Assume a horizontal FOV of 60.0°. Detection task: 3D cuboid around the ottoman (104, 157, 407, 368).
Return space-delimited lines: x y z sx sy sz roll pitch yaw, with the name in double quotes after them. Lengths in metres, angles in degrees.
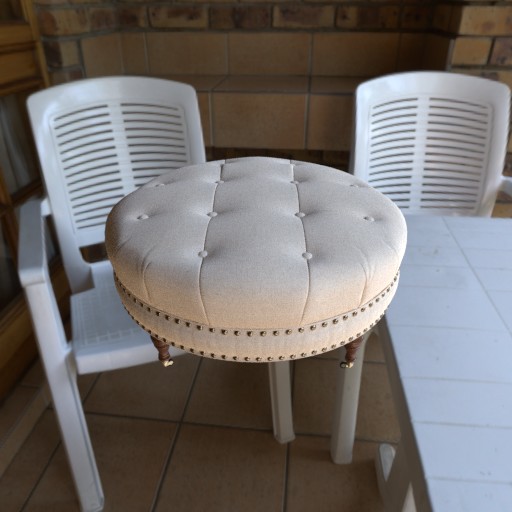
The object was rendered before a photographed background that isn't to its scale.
0.000 0.000 1.482 0.940 0.483 0.940 0 30 0 "ottoman"
